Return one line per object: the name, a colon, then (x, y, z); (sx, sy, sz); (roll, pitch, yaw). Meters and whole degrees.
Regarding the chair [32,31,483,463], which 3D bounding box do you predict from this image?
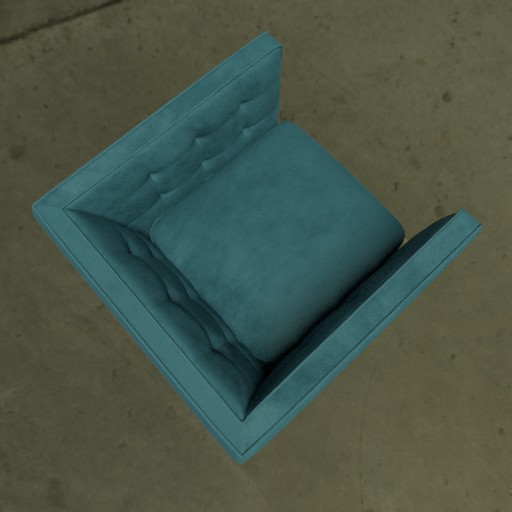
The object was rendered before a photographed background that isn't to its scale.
chair: (0.000, 0.000, 1.537); (0.894, 0.790, 0.880); (-41, 78, -11)
